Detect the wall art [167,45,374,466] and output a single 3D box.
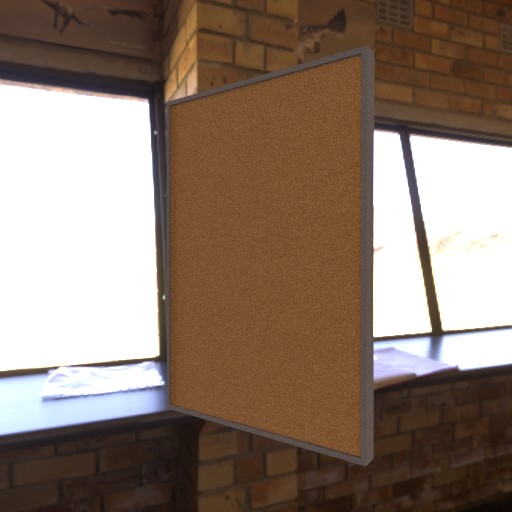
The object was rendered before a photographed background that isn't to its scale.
[{"bbox_3d":[0.000,0.000,0.955,0.511,0.753,0.039,0,1,35],"label":"wall art"}]
